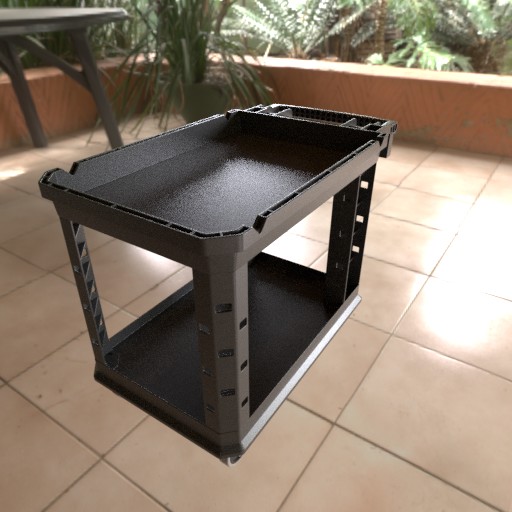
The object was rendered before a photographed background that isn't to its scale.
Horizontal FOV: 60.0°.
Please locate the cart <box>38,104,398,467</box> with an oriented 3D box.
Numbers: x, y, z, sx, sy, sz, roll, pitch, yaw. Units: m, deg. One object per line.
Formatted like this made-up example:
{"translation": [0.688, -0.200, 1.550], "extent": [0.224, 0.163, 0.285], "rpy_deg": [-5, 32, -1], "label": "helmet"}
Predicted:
{"translation": [0.000, 0.000, 1.702], "extent": [0.674, 0.884, 1.239], "rpy_deg": [19, 36, 28], "label": "cart"}
